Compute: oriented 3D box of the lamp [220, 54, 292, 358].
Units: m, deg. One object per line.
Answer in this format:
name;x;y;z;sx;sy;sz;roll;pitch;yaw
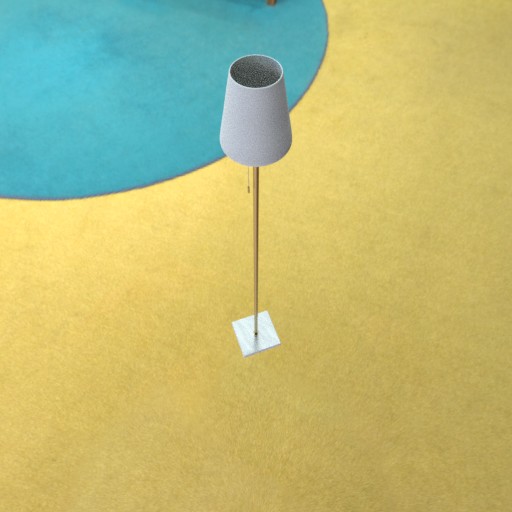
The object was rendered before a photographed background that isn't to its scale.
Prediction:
lamp;0.000;0.000;1.913;0.232;1.813;0.229;-17;60;-10
